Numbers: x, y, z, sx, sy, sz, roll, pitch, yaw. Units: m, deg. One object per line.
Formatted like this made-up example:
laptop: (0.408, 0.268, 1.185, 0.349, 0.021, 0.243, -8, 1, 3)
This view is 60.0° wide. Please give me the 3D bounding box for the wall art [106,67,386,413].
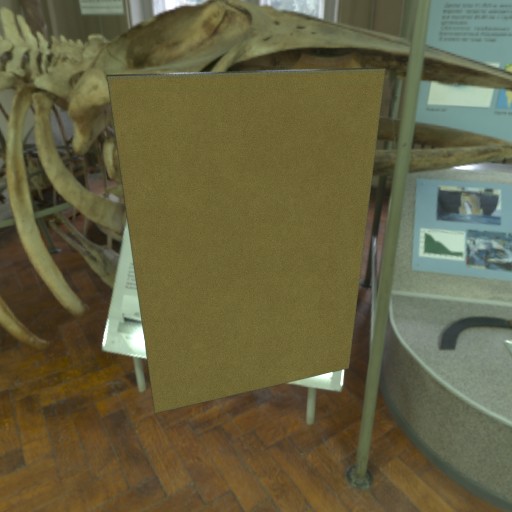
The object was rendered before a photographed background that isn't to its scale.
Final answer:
wall art: (0.000, 0.000, 0.590, 0.314, 0.455, 0.019, -8, 28, -16)
